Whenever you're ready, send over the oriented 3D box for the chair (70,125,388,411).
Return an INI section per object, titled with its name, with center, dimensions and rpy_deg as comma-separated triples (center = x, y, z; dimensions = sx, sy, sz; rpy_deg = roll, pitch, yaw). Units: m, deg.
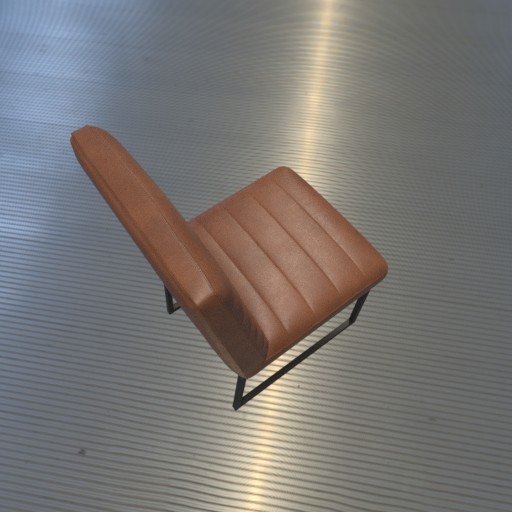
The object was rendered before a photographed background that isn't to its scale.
[chair]
center = 0.000, 0.000, 1.299
dimensions = 0.634, 0.930, 0.520
rpy_deg = -32, 64, -18
